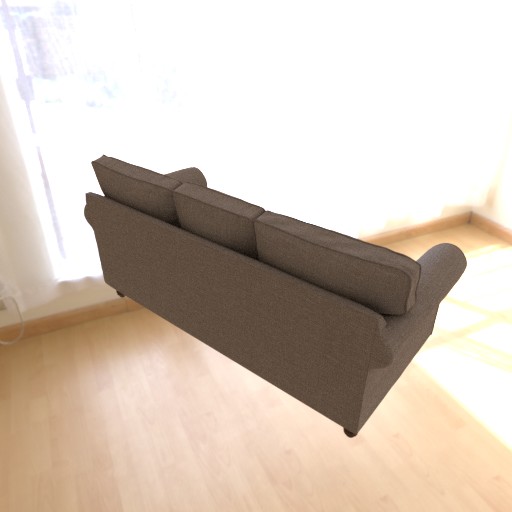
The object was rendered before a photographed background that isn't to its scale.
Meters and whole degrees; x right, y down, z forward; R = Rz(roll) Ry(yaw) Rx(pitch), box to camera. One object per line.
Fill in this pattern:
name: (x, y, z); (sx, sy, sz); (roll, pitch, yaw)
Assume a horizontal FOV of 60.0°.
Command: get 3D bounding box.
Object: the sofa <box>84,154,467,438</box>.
sofa: (0.000, 0.000, 2.585); (2.084, 0.961, 0.916); (22, 37, 33)
